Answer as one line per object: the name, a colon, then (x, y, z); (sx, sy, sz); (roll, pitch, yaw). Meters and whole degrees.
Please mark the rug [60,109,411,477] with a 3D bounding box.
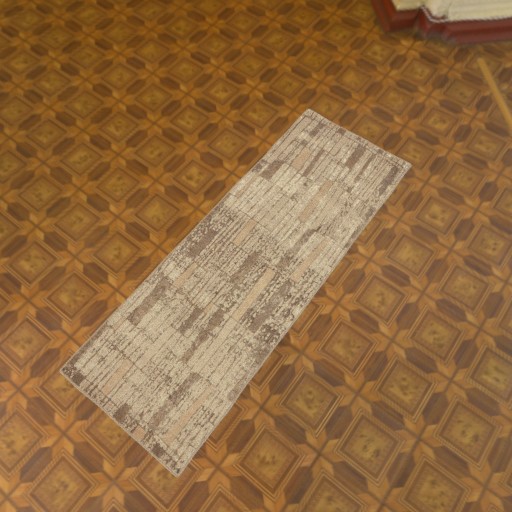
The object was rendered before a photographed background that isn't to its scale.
rug: (0.000, 0.000, 2.685); (0.857, 0.018, 2.383); (34, 68, 16)
